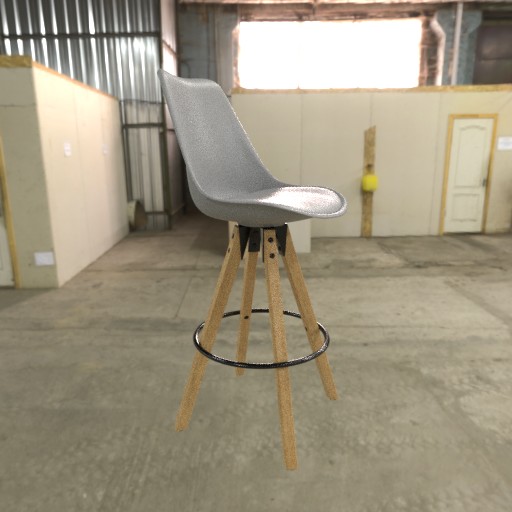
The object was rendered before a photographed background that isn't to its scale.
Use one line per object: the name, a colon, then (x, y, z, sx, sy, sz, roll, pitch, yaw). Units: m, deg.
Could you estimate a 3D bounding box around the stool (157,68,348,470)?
stool: (0.000, 0.000, 1.414, 0.550, 1.115, 0.485, 7, 16, 26)
